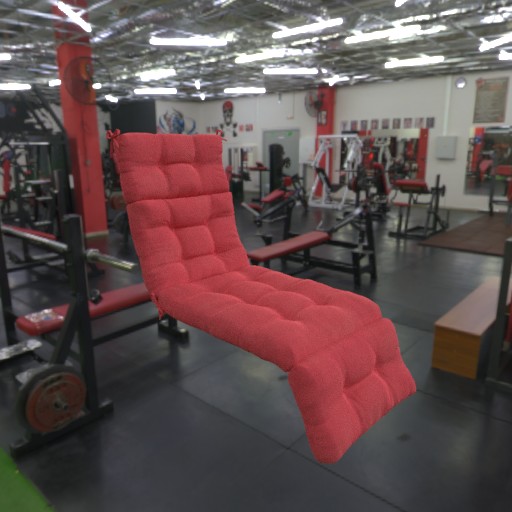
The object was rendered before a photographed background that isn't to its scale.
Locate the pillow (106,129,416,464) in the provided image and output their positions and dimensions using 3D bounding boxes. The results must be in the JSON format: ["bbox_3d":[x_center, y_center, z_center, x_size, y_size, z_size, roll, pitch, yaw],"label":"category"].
[{"bbox_3d":[0.000,0.000,1.514,1.016,0.863,0.526,13,19,42],"label":"pillow"}]
